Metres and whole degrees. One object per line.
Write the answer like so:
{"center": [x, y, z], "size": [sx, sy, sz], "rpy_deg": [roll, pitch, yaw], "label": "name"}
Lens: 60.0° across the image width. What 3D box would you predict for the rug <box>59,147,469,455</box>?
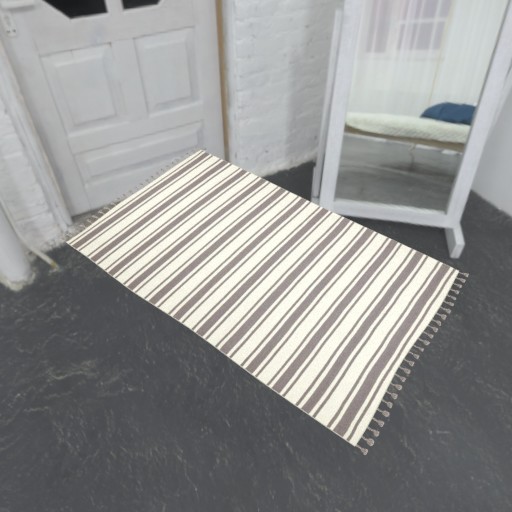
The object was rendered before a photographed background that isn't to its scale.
{"center": [0.000, 0.000, 2.585], "size": [2.096, 0.011, 1.229], "rpy_deg": [29, 54, 24], "label": "rug"}
